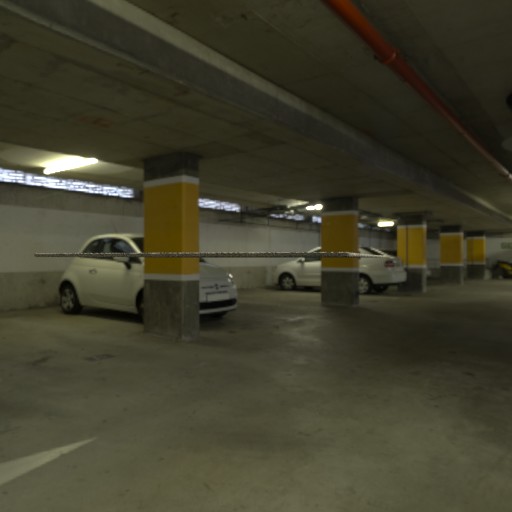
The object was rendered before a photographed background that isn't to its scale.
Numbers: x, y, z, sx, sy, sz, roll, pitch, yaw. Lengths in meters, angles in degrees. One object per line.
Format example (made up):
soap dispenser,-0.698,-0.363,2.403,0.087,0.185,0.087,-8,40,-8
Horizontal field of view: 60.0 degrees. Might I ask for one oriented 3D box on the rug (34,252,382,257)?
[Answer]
rug,0.000,0.000,2.403,1.224,0.016,1.832,0,0,19
